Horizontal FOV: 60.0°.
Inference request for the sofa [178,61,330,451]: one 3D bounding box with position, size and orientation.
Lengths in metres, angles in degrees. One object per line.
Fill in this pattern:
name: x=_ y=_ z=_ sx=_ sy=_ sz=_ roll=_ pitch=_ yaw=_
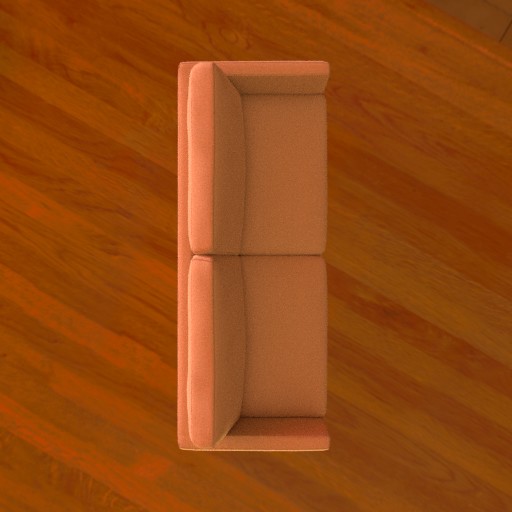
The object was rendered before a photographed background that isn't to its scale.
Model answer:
sofa: x=0.000 y=0.000 z=2.934 sx=0.951 sy=0.968 sz=2.361 roll=0 pitch=90 yaw=1
